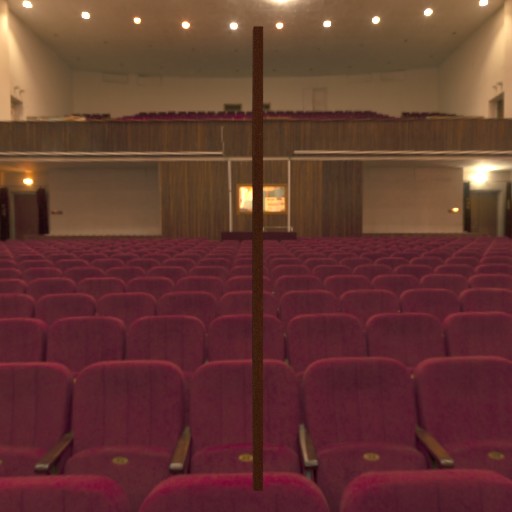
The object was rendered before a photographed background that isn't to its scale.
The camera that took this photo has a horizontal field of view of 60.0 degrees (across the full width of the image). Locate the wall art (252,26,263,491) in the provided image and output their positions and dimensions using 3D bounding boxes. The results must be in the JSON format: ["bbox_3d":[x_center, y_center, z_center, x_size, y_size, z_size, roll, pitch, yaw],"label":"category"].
[{"bbox_3d":[0.000,0.000,0.781,0.013,0.570,0.476,0,2,-1],"label":"wall art"}]
